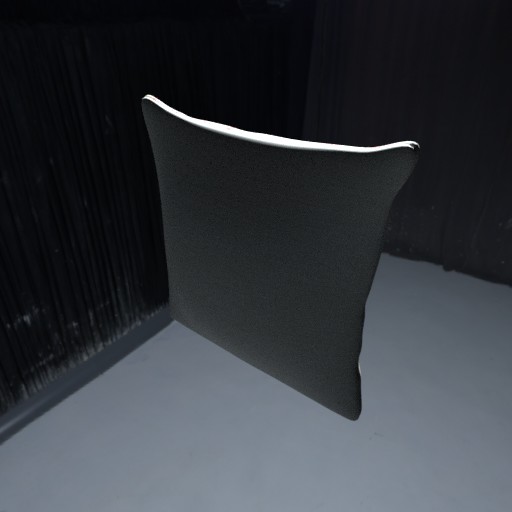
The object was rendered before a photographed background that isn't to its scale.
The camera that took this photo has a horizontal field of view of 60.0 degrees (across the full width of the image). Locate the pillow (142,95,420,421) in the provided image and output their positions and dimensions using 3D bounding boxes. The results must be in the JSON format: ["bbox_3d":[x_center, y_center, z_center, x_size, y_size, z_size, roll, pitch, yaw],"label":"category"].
[{"bbox_3d":[0.000,0.000,0.708,0.451,0.449,0.191,22,37,32],"label":"pillow"}]
